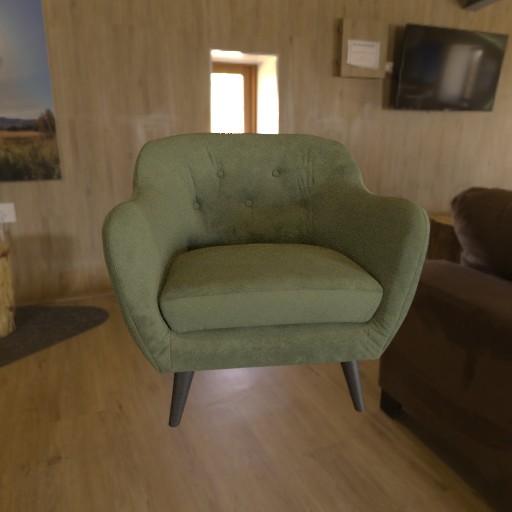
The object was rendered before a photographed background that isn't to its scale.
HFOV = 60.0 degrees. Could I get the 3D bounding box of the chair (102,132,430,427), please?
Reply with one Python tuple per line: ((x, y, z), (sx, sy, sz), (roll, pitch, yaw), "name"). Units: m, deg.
((0.000, 0.000, 1.488), (0.840, 0.804, 0.819), (-2, 15, -7), "chair")
